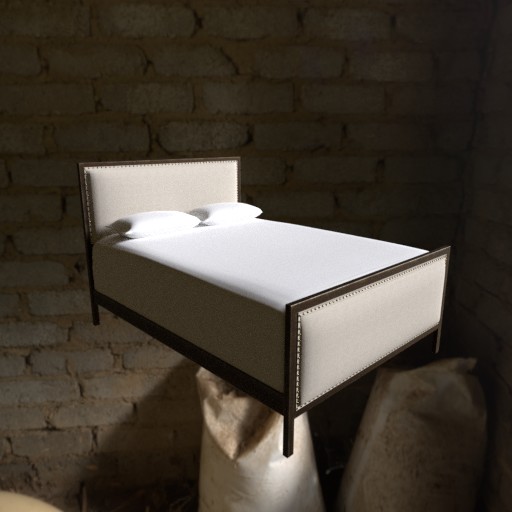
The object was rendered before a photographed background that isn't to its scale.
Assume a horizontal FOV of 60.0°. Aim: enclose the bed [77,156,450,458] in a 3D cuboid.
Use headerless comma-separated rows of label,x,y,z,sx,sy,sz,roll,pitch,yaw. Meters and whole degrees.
bed,0.000,0.000,3.250,1.607,1.313,2.221,-14,20,-42
